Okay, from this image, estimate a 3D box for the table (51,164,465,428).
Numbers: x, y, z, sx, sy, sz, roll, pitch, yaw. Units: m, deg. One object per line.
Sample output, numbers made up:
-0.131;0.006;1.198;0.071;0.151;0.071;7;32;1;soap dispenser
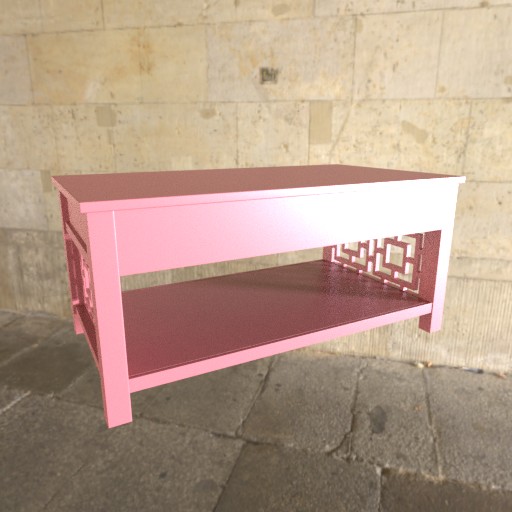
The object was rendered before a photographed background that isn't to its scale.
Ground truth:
0.000;0.000;1.381;1.068;0.493;0.612;-8;18;-27;table
